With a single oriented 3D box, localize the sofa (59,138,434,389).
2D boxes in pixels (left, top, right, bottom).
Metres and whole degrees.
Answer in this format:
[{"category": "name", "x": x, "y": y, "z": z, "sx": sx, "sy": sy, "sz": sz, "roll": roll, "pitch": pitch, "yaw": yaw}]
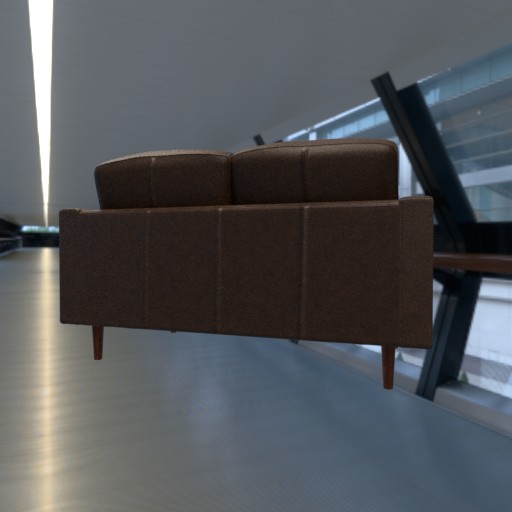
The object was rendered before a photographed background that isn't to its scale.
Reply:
[{"category": "sofa", "x": 0.000, "y": 0.000, "z": 2.175, "sx": 1.578, "sy": 0.951, "sz": 0.909, "roll": 0, "pitch": 1, "yaw": 19}]
